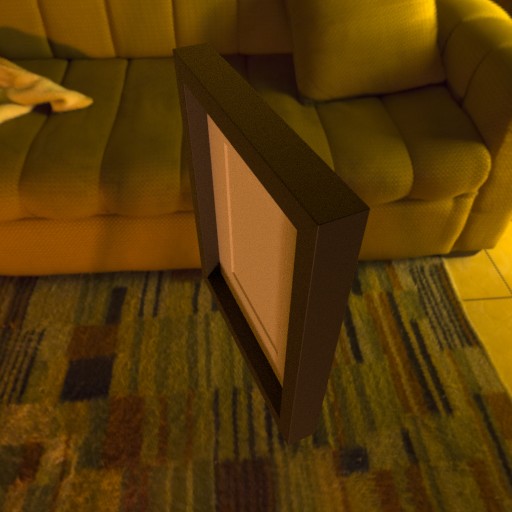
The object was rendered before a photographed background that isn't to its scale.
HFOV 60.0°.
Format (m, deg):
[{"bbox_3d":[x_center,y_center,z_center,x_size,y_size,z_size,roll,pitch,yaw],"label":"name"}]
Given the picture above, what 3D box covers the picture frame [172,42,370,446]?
[{"bbox_3d":[0.000,0.000,0.396,0.042,0.284,0.232,-19,49,-17],"label":"picture frame"}]
